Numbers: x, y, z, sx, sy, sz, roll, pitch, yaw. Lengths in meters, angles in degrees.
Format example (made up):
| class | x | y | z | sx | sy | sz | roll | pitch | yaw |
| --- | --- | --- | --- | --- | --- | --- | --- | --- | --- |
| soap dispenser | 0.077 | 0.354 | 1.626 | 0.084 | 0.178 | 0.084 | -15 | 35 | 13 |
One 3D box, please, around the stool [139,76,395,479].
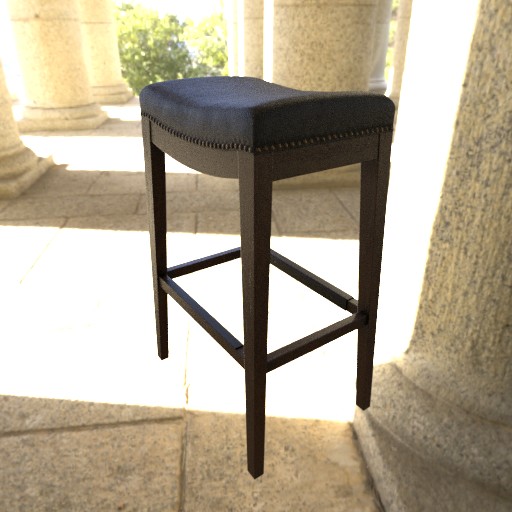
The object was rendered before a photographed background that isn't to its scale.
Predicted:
| class | x | y | z | sx | sy | sz | roll | pitch | yaw |
| --- | --- | --- | --- | --- | --- | --- | --- | --- | --- |
| stool | 0.000 | 0.000 | 1.052 | 0.361 | 0.765 | 0.500 | -18 | 31 | -31 |
